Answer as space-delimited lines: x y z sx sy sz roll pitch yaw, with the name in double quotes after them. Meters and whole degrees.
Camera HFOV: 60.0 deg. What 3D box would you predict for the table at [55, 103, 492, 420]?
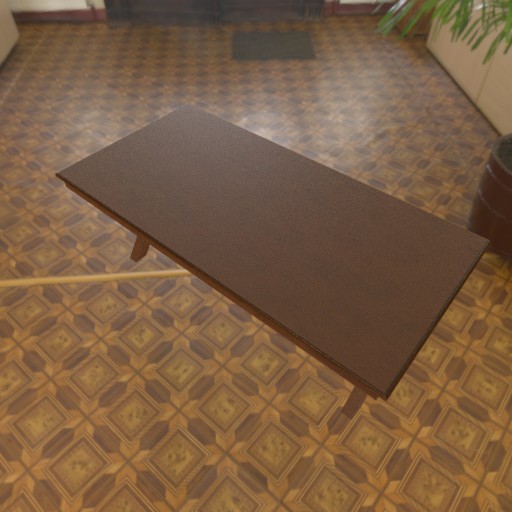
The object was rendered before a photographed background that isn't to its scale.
0.000 0.000 1.490 1.197 0.459 0.594 31 54 26 "table"
